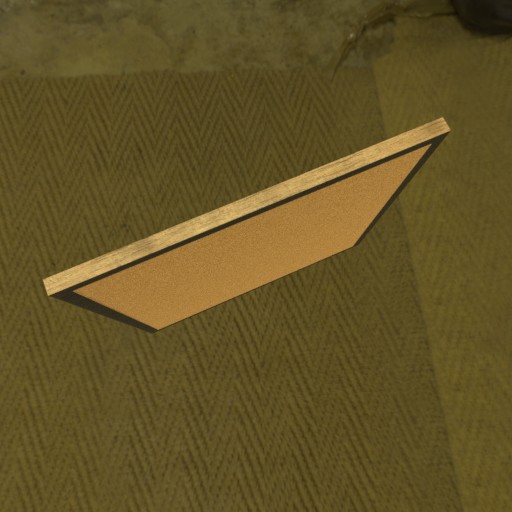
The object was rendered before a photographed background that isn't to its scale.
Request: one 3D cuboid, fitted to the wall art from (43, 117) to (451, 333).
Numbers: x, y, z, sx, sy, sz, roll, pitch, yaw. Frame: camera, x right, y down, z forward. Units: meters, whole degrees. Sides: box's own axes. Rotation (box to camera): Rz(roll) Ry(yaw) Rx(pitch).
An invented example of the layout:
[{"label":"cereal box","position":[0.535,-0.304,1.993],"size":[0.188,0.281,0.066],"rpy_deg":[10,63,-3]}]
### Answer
[{"label":"wall art","position":[0.000,0.000,1.039],"size":[0.695,0.691,0.029],"rpy_deg":[-23,77,-6]}]
